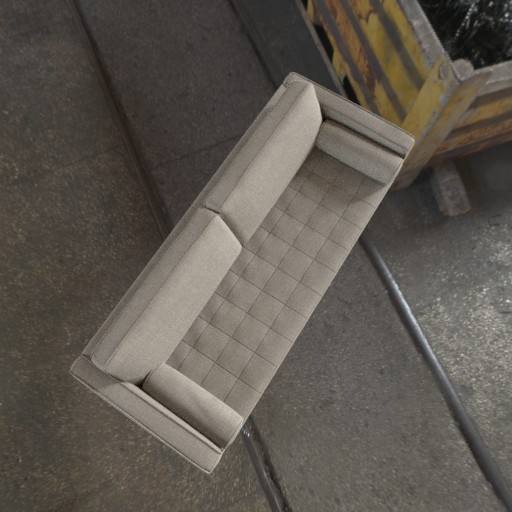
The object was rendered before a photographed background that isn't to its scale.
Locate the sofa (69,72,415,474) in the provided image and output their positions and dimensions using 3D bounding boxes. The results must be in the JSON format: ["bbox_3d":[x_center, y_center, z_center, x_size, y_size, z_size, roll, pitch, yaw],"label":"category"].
[{"bbox_3d":[0.000,0.000,2.631,0.914,0.762,2.211,32,76,9],"label":"sofa"}]
